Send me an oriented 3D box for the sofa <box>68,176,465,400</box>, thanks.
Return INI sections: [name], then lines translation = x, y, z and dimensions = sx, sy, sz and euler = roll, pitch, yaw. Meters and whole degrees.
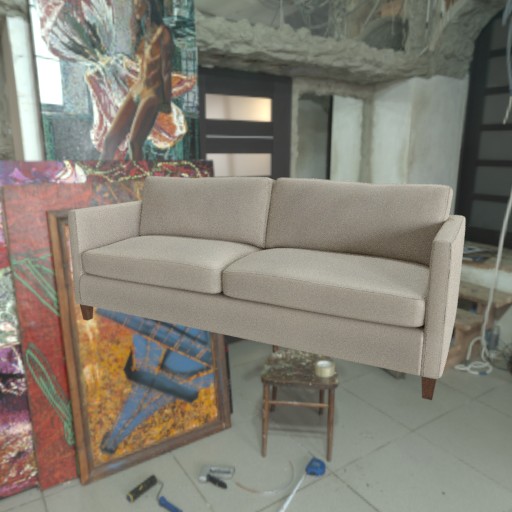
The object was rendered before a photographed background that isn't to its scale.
[sofa]
translation = 0.000, 0.000, 2.831
dimensions = 2.361, 0.968, 0.951
euler = 7, 15, 26
